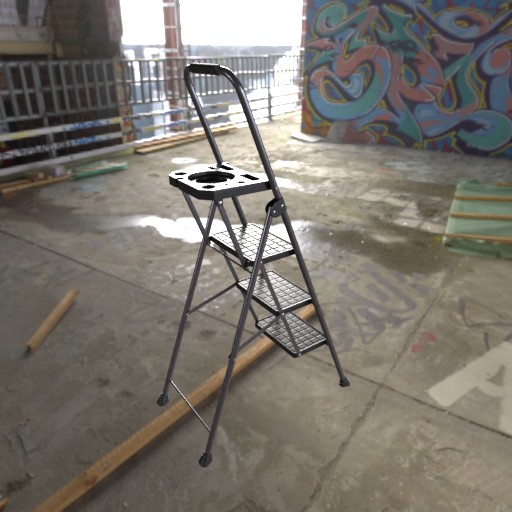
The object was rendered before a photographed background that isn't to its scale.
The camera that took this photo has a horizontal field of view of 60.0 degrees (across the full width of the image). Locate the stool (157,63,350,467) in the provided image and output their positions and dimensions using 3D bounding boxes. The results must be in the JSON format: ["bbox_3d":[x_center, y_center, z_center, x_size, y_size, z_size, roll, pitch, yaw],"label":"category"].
[{"bbox_3d":[0.000,0.000,1.594,0.733,1.277,0.396,-17,30,-31],"label":"stool"}]
